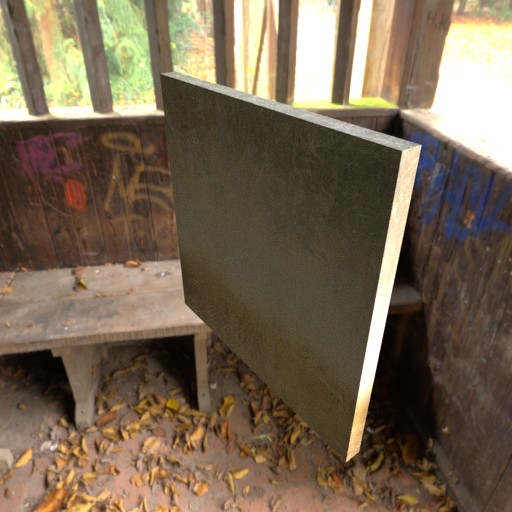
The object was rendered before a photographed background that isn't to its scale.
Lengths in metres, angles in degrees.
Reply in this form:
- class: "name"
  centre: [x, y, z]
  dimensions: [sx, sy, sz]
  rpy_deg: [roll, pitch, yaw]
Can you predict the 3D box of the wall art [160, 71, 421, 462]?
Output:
- class: "wall art"
  centre: [0.000, 0.000, 0.894]
  dimensions: [0.038, 0.610, 0.610]
  rpy_deg: [-22, 39, -31]
